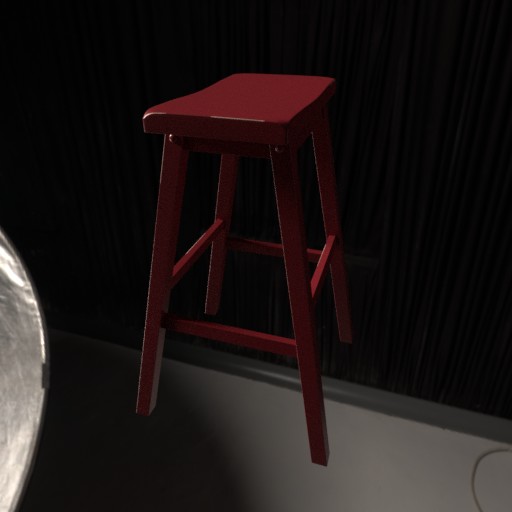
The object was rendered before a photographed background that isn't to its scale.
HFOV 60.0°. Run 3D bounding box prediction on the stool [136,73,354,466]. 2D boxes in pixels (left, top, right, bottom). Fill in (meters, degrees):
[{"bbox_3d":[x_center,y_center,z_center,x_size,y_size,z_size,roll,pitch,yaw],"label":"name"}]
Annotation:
[{"bbox_3d":[0.000,0.000,1.040,0.476,0.737,0.457,9,31,15],"label":"stool"}]
